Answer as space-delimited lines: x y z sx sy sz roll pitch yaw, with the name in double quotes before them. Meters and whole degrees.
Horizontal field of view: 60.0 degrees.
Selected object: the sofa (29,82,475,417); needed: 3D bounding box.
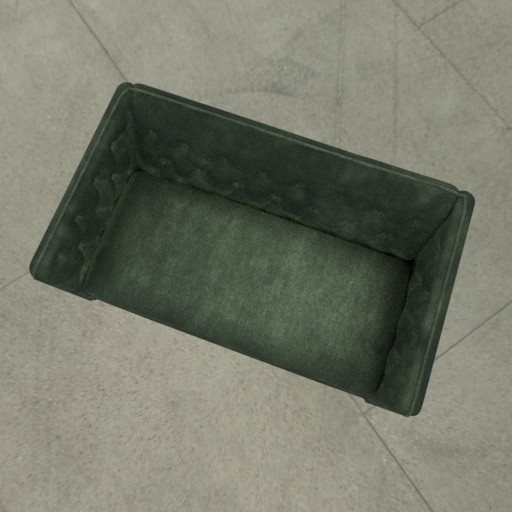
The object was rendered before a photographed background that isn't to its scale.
"sofa" 0.000 0.000 2.033 1.537 0.768 0.895 19 77 5
